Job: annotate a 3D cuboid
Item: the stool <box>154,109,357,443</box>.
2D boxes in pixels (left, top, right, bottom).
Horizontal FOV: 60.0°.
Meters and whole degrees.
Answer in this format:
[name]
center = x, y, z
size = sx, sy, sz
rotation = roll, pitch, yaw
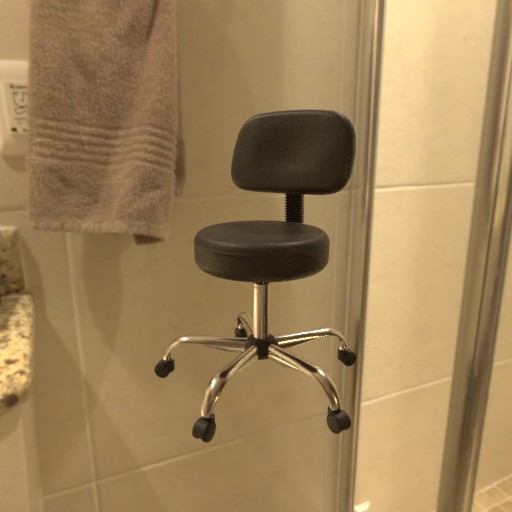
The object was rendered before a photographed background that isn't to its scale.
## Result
[stool]
center = 0.000, 0.000, 1.318
size = 0.673, 0.862, 0.648
rotation = 7, 16, 27
